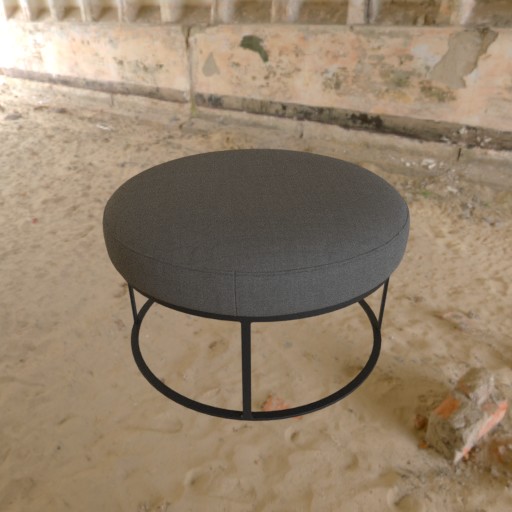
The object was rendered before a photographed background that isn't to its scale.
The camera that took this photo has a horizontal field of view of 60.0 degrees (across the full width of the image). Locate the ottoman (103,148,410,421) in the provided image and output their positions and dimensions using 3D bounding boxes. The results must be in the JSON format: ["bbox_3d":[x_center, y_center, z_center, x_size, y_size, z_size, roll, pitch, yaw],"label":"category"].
[{"bbox_3d":[0.000,0.000,1.222,0.772,0.460,0.772,0,29,0],"label":"ottoman"}]
